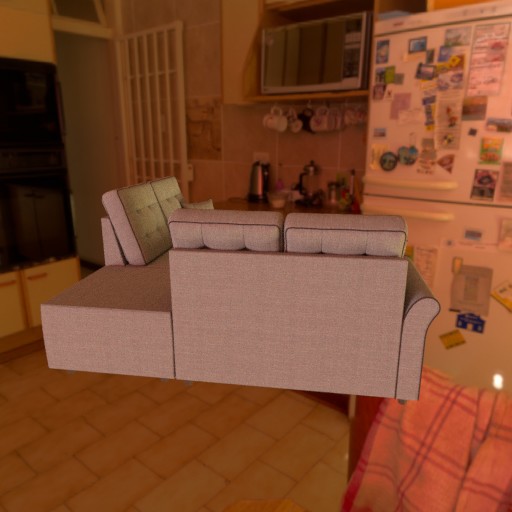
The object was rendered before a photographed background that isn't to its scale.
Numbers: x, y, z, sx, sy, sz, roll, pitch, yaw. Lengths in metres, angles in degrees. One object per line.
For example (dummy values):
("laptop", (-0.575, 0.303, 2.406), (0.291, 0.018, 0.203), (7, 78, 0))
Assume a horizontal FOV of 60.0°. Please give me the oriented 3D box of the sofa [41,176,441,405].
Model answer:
("sofa", (0.000, 0.000, 3.224), (2.068, 0.988, 2.070), (2, 16, 9))
